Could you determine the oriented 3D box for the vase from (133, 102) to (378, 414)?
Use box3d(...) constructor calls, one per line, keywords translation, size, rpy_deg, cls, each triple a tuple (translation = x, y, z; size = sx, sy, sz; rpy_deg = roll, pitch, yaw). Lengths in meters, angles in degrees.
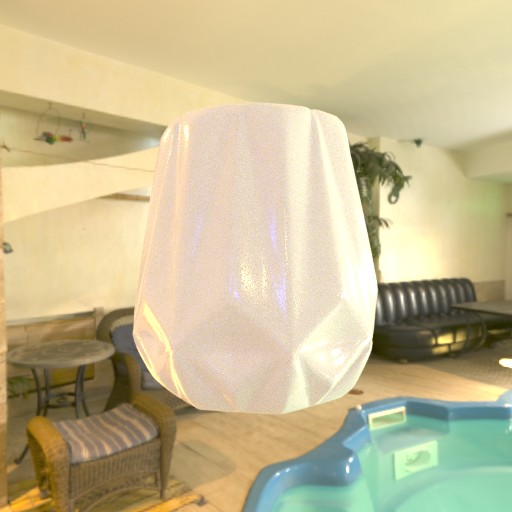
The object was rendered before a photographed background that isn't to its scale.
box3d(translation=(0.000, 0.000, 0.264), size=(0.141, 0.152, 0.141), rpy_deg=(0, 1, 0), cls="vase")
